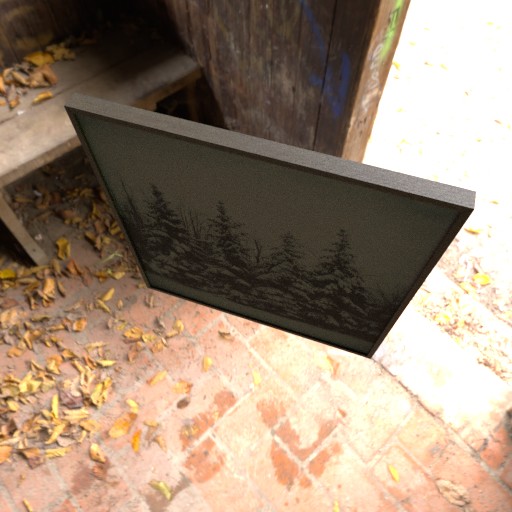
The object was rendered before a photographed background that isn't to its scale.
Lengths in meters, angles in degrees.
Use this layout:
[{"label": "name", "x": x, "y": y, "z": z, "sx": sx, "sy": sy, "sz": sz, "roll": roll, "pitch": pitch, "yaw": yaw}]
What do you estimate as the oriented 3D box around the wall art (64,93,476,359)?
[{"label": "wall art", "x": 0.000, "y": 0.000, "z": 1.111, "sx": 0.758, "sy": 0.758, "sz": 0.039, "roll": 16, "pitch": 60, "yaw": 10}]
